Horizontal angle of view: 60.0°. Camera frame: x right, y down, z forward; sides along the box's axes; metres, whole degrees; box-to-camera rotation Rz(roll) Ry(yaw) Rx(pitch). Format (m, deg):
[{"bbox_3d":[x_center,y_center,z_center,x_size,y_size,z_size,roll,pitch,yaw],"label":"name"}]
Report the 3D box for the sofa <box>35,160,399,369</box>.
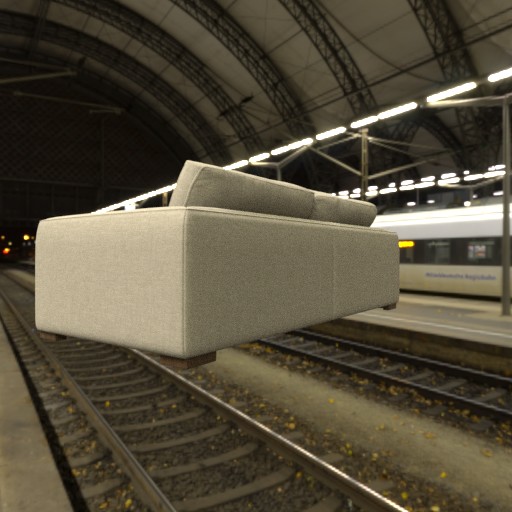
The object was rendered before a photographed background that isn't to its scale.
[{"bbox_3d":[0.000,0.000,2.745,1.070,0.801,2.262,0,0,36],"label":"sofa"}]
